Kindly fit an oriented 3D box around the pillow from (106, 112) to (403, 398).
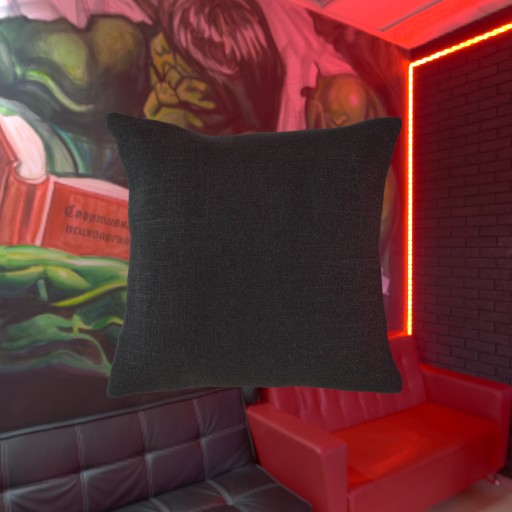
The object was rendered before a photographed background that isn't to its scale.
[{"bbox_3d":[0.000,0.000,0.697,0.468,0.444,0.138,0,1,-2],"label":"pillow"}]
